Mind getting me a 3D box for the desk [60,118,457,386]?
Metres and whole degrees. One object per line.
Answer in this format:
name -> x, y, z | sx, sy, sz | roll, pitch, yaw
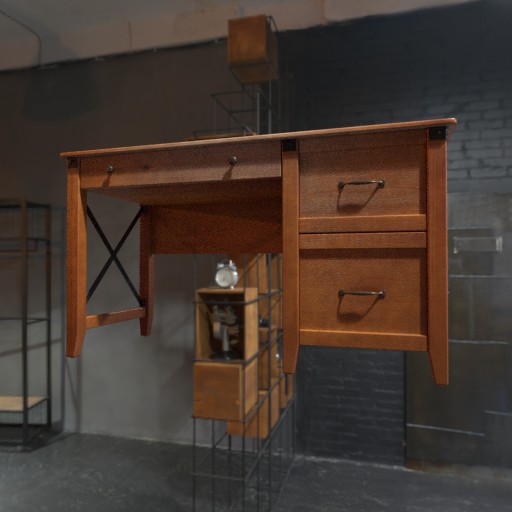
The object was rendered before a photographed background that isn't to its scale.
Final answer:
desk -> 0.000, 0.000, 1.701 | 1.353, 0.756, 0.574 | 0, -1, 17
